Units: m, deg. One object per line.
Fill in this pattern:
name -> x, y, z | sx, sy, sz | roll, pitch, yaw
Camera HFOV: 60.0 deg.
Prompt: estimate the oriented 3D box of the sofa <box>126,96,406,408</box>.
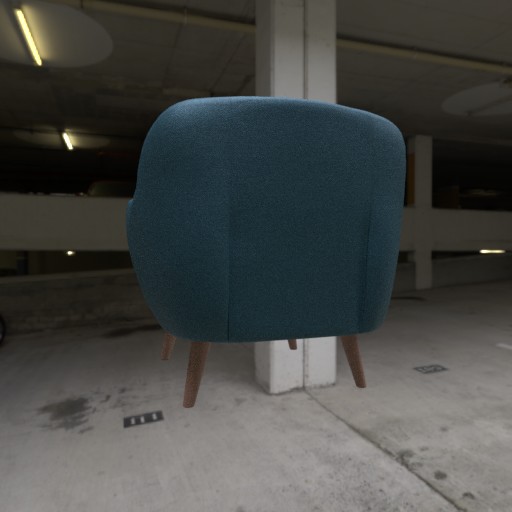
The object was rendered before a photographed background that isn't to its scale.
sofa -> 0.000, 0.000, 1.519 | 0.836, 0.817, 0.825 | 0, 1, -18
